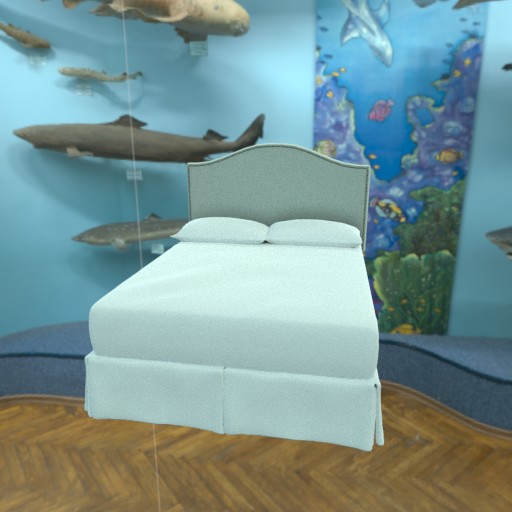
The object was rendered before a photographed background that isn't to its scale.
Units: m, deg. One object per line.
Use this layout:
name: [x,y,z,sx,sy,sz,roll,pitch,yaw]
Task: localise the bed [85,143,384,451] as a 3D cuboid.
bed: [0.000,0.000,3.373,1.813,1.607,2.180,3,16,10]
